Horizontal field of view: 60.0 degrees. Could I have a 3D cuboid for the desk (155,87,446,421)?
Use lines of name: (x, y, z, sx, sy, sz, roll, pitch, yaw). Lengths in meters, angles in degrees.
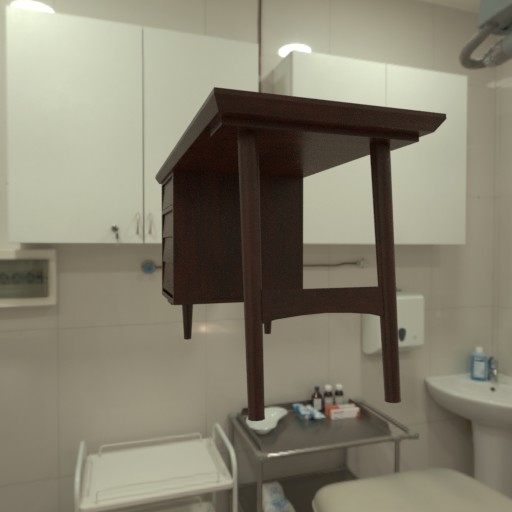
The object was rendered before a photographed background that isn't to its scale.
desk: (0.000, 0.000, 1.662, 0.612, 0.758, 1.277, 0, 1, -18)
